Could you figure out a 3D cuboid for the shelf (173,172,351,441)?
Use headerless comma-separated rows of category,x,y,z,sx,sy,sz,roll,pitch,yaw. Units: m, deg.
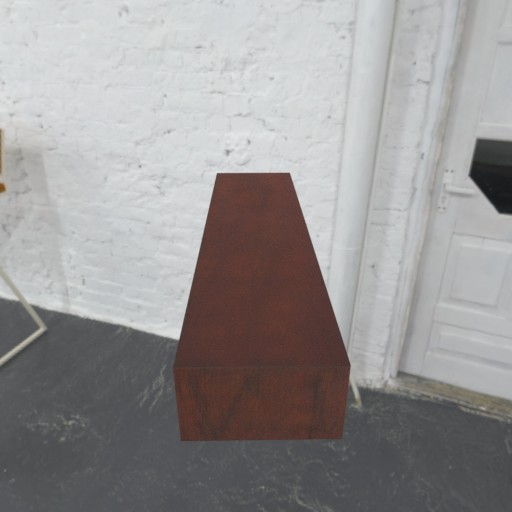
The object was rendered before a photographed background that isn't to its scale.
shelf,0.000,0.000,0.669,0.152,0.088,0.607,0,26,-1
